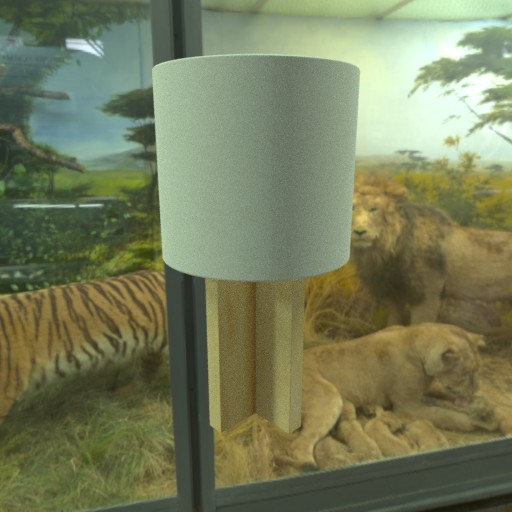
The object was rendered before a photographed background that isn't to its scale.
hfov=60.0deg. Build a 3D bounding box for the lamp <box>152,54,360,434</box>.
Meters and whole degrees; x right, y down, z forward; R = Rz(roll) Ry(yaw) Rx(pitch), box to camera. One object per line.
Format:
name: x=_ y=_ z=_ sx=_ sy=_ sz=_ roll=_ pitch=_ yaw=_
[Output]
lamp: x=0.000 y=0.000 z=0.553 sx=0.229 sy=0.428 sz=0.229 roll=-14 pitch=20 yaw=-42
